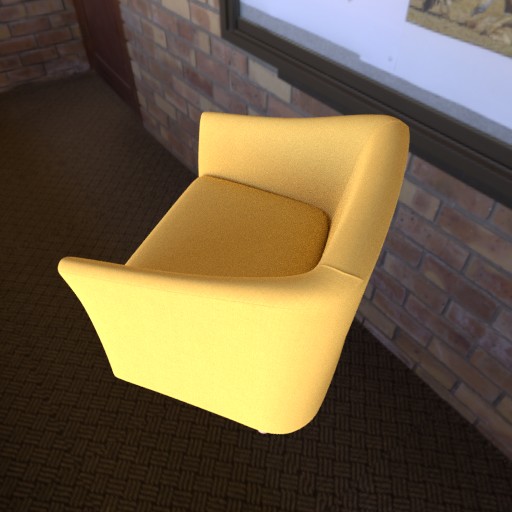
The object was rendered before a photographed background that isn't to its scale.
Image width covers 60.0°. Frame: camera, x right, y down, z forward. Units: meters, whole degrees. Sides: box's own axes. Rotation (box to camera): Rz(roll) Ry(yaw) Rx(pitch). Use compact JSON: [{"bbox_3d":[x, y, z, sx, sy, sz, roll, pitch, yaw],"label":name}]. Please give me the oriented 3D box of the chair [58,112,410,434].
[{"bbox_3d":[0.000,0.000,1.336,0.700,0.720,0.790,16,48,15],"label":"chair"}]
